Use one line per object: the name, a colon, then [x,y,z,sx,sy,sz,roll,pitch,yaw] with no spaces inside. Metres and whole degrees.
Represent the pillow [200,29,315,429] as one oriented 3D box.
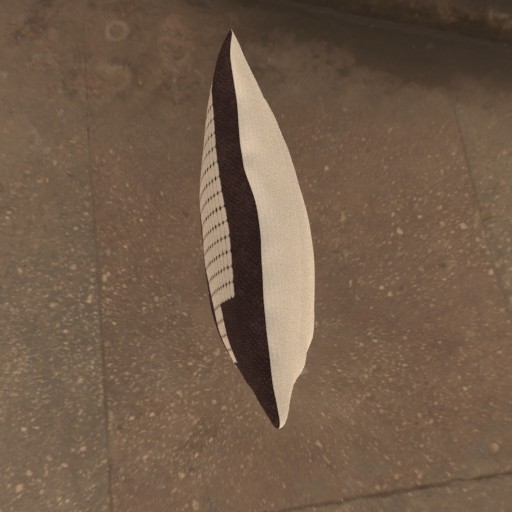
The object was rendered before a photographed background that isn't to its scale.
pillow: [0.000,0.000,0.722,0.178,0.473,0.475,-6,78,-1]
